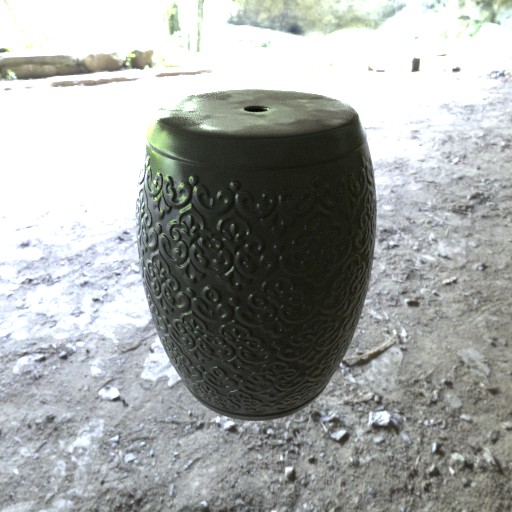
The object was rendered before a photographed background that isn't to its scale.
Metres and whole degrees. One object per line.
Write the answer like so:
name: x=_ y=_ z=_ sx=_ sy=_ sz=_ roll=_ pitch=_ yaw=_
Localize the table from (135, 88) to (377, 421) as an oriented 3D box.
table: x=0.000 y=0.000 z=0.608 sx=0.309 sy=0.397 sz=0.309 roll=0 pitch=31 yaw=0
